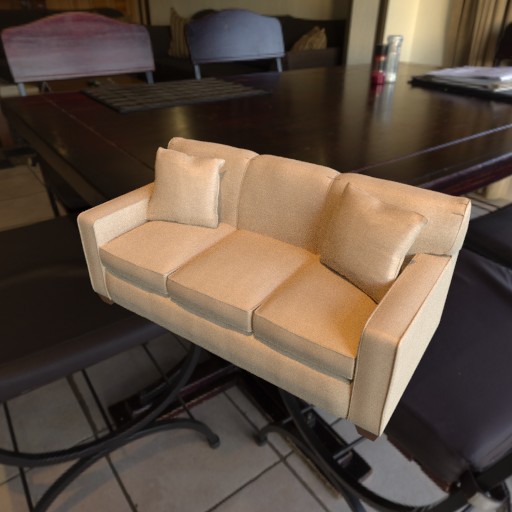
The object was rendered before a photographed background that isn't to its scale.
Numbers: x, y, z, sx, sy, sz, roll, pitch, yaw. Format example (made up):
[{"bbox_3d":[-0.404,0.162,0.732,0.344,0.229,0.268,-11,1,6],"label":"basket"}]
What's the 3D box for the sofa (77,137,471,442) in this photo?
[{"bbox_3d":[0.000,0.000,2.596,2.024,0.958,0.997,20,36,29],"label":"sofa"}]
